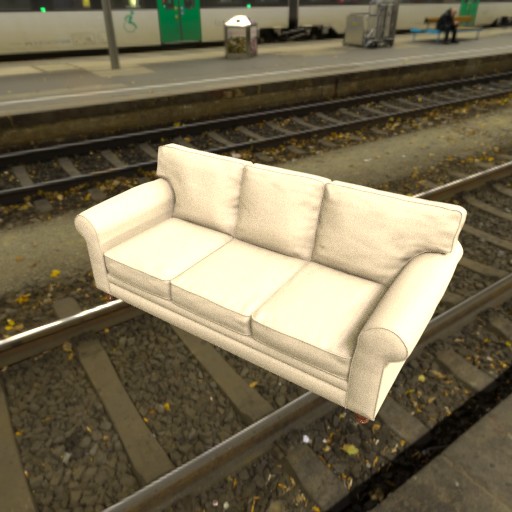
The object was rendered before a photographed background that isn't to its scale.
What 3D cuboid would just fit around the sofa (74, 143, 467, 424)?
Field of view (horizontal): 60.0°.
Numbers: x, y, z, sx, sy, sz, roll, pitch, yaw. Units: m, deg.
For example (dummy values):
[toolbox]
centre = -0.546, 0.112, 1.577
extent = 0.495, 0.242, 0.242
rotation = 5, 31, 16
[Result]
[sofa]
centre = 0.000, 0.000, 2.659
extent = 2.118, 0.889, 0.998
rotation = 19, 35, 29
